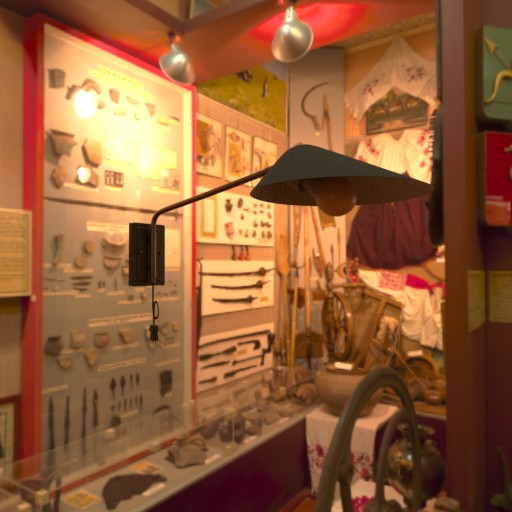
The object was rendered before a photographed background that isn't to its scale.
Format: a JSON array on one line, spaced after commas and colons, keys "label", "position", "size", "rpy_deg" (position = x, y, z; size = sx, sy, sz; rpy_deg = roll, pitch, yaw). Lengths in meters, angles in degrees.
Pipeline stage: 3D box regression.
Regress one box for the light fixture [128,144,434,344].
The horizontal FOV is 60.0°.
[{"label": "light fixture", "position": [0.000, 0.000, 0.678], "size": [0.516, 0.312, 0.240], "rpy_deg": [-1, -2, 36]}]
